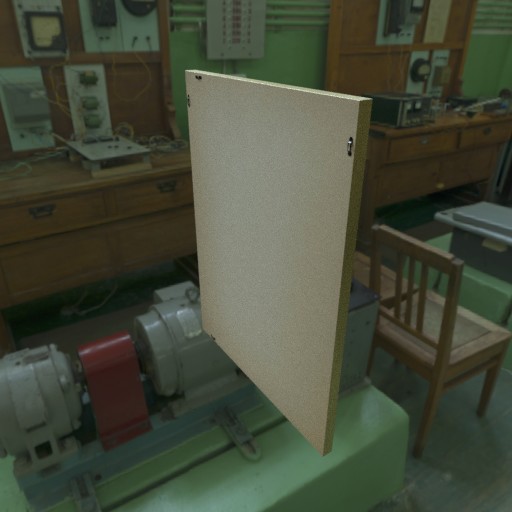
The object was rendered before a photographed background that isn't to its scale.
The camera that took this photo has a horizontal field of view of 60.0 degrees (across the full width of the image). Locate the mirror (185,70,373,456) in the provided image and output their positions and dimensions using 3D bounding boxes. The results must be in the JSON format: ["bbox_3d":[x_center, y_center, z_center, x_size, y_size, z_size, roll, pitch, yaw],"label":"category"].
[{"bbox_3d":[0.000,0.000,1.377,0.040,1.016,0.762,-17,32,-30],"label":"mirror"}]
